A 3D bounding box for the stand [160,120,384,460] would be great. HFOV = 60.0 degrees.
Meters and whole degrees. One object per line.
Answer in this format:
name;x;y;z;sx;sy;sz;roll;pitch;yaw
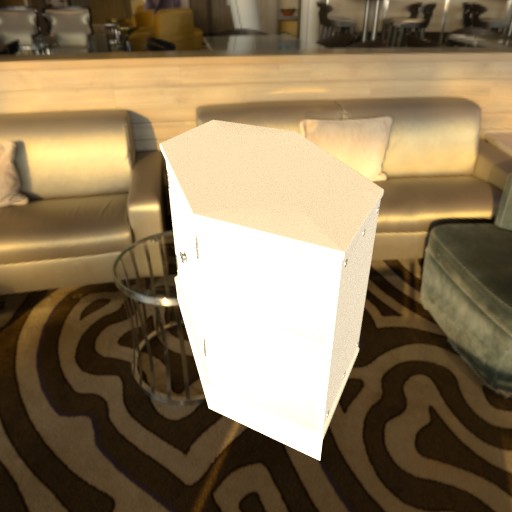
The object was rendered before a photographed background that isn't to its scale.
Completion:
stand;0.000;0.000;1.412;0.477;0.614;1.072;-9;32;-15
